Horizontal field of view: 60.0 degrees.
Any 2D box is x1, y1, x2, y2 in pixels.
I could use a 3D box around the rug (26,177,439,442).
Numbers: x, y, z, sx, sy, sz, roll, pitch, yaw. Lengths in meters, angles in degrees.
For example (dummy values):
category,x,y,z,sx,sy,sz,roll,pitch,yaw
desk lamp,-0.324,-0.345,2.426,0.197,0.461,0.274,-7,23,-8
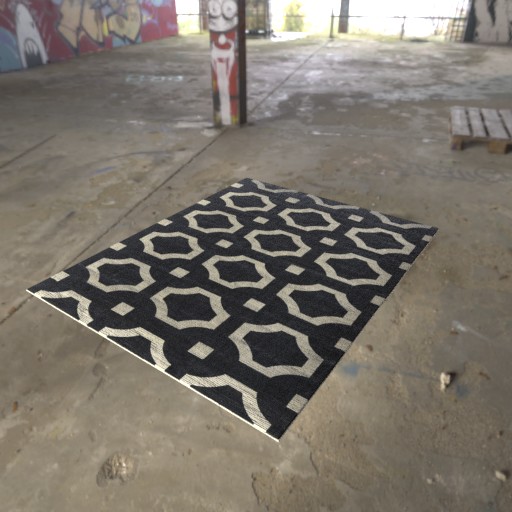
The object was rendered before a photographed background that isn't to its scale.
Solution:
category,x,y,z,sx,sy,sz,roll,pitch,yaw
rug,0.000,0.000,4.093,2.466,0.021,3.049,20,37,30
